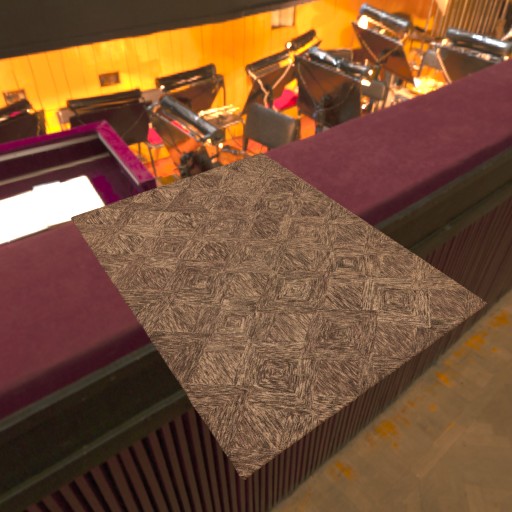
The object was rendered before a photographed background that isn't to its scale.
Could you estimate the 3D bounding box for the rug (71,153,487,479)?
[{"bbox_3d":[0.000,0.000,4.115,2.448,0.017,3.204,-25,47,-26],"label":"rug"}]
